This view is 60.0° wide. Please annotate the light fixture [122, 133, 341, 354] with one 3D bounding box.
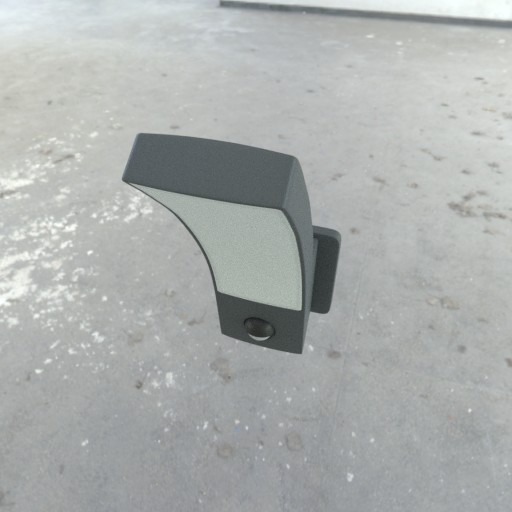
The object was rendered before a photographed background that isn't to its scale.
[{"bbox_3d":[0.000,0.000,0.332,0.108,0.243,0.174,12,41,14],"label":"light fixture"}]
